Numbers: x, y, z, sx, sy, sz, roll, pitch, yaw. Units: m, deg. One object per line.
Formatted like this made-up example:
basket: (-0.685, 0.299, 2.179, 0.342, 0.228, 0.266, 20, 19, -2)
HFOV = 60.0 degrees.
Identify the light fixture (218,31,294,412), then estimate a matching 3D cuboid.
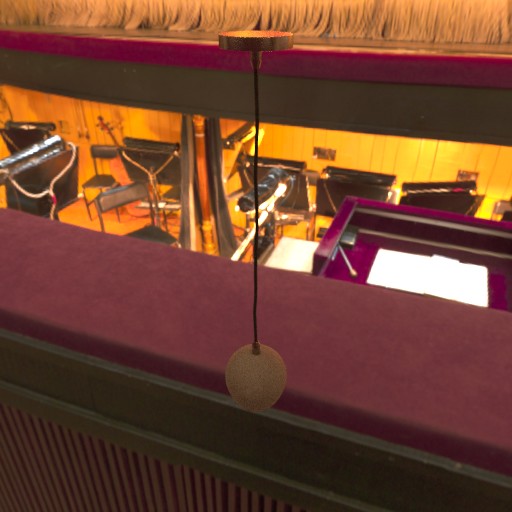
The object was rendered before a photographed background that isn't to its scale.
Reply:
light fixture: (0.000, 0.000, 0.849, 0.139, 0.764, 0.139, 11, 33, 17)
